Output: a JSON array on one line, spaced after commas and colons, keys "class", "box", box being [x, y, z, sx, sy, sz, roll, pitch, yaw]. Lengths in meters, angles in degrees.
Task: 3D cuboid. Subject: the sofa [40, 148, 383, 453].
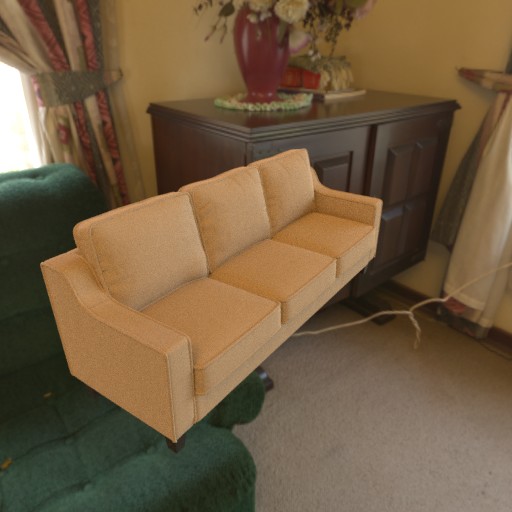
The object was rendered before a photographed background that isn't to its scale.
[{"class": "sofa", "box": [0.000, 0.000, 2.611, 0.791, 0.902, 2.131, 17, 31, 31]}]
